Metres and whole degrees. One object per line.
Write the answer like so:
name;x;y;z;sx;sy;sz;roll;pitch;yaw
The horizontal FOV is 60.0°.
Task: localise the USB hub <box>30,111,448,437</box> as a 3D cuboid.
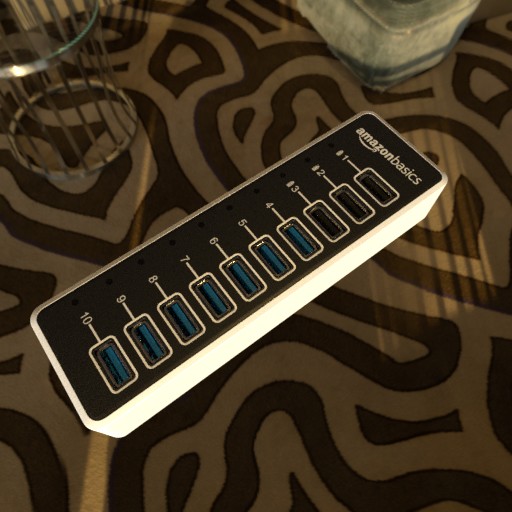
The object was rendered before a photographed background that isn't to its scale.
USB hub;0.000;0.000;0.158;0.145;0.023;0.044;-34;68;-16
